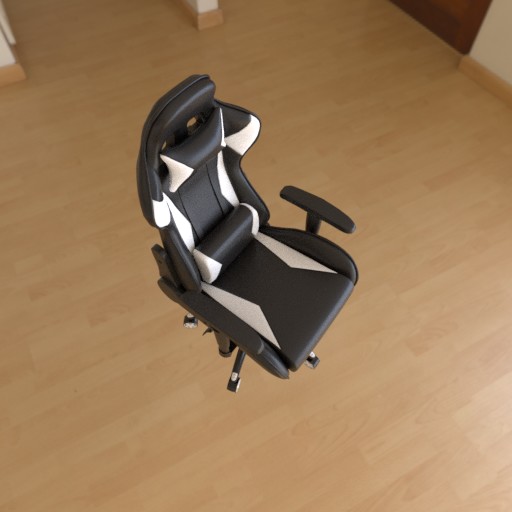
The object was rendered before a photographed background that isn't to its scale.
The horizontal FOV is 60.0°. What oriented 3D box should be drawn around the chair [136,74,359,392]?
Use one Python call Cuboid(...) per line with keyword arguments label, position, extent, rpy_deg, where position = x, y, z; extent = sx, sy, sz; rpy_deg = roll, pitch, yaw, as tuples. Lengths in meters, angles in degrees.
Cuboid(label="chair", position=(0.000, 0.000, 1.719), extent=(0.695, 1.285, 0.730), rpy_deg=(32, 62, 19))
